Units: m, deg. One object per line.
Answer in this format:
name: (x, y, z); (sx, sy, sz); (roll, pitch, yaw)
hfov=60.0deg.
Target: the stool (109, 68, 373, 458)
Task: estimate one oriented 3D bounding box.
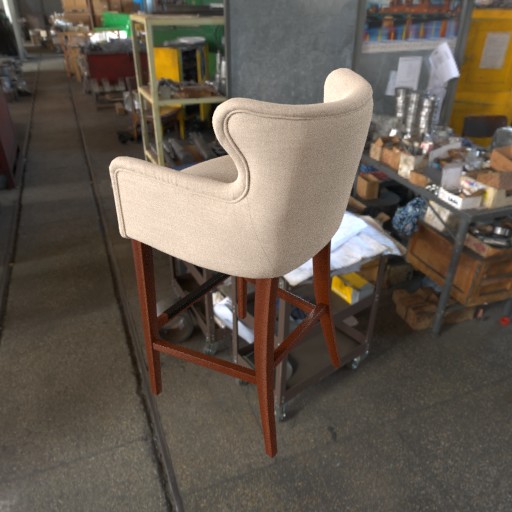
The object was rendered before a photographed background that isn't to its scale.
stool: (0.000, 0.000, 1.356); (0.563, 1.034, 0.556); (19, 35, 29)
